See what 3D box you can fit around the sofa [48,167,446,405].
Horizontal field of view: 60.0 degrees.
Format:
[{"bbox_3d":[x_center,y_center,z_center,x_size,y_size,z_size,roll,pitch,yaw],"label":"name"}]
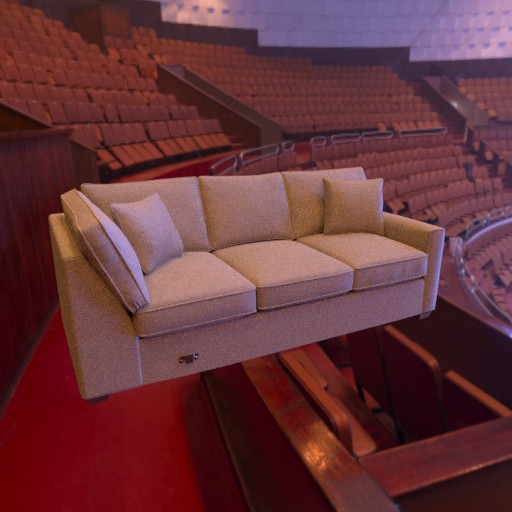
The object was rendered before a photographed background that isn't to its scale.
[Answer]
[{"bbox_3d":[0.000,0.000,2.836,2.317,0.962,1.061,-9,19,-26],"label":"sofa"}]
